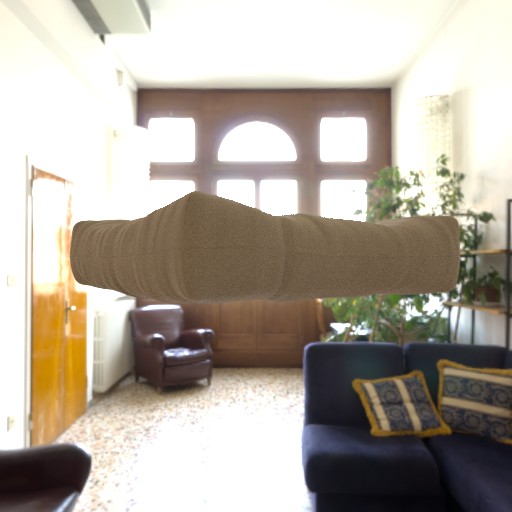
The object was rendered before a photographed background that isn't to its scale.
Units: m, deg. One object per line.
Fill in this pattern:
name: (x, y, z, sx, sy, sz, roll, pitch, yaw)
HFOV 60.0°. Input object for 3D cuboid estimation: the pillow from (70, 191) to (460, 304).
pillow: (0.000, 0.000, 0.733, 0.490, 0.128, 0.468, 1, -1, -36)
